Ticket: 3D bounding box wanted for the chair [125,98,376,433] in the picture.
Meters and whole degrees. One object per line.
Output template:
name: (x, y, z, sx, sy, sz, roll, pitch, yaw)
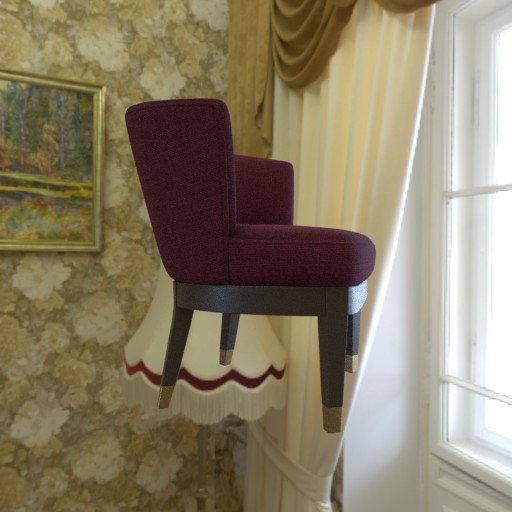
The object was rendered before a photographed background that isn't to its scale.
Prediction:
chair: (0.000, 0.000, 1.269, 0.660, 0.760, 0.700, 0, 0, 17)
